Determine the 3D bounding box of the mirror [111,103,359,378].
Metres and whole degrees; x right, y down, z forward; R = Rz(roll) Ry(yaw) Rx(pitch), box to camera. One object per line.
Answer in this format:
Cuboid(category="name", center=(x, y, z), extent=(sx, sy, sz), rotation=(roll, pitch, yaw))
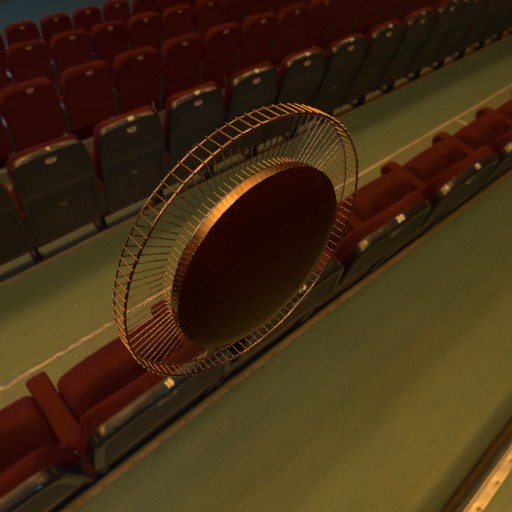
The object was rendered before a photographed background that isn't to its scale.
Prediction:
Cuboid(category="mirror", center=(0.000, 0.000, 1.043), extent=(0.703, 0.703, 0.067), rotation=(-33, 54, -28))
